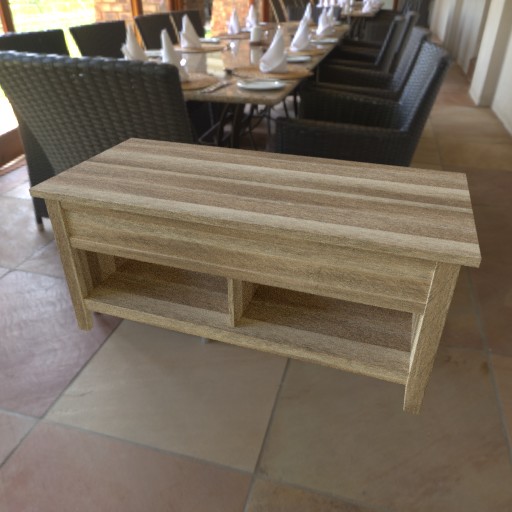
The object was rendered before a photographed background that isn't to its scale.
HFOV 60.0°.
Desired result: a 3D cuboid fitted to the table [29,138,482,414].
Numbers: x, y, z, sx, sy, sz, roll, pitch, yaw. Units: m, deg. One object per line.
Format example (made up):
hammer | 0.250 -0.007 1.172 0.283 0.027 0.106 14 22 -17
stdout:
table | 0.000 0.000 1.336 1.095 0.480 0.493 10 33 16
